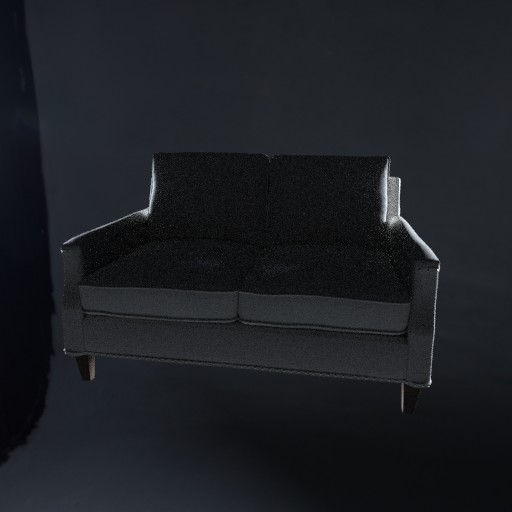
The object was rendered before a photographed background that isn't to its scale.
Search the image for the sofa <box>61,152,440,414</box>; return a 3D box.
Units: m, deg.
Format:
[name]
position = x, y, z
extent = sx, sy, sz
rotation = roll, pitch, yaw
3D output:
[sofa]
position = 0.000, 0.000, 2.275
extent = 1.597, 1.003, 1.084
rotation = 3, 16, 10
